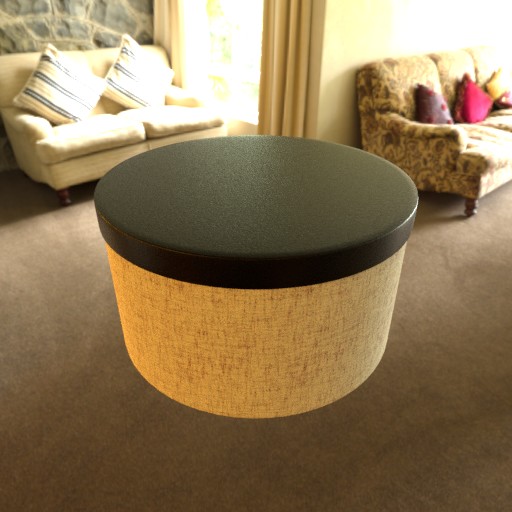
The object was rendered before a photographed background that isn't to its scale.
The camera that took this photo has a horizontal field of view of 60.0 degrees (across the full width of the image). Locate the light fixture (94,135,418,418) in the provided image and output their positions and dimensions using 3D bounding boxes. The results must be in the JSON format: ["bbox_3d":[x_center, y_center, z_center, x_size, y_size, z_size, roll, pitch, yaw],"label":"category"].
[{"bbox_3d":[0.000,0.000,0.614,0.389,0.229,0.389,0,31,0],"label":"light fixture"}]
